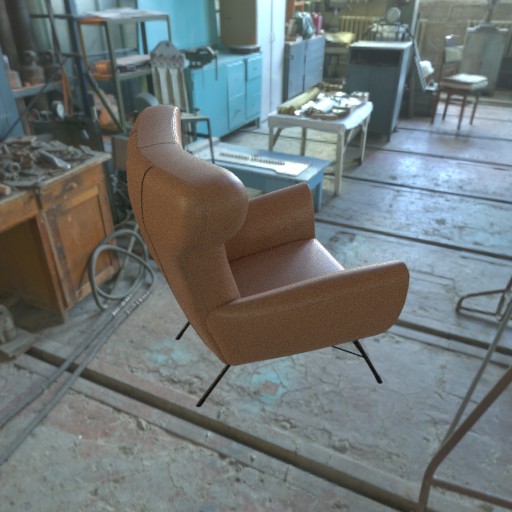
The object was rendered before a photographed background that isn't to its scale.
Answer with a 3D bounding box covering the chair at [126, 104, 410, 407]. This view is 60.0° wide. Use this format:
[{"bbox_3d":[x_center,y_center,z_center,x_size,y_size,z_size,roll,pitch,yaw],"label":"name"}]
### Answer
[{"bbox_3d":[0.000,0.000,1.783,0.900,1.050,0.980,-11,33,-17],"label":"chair"}]
